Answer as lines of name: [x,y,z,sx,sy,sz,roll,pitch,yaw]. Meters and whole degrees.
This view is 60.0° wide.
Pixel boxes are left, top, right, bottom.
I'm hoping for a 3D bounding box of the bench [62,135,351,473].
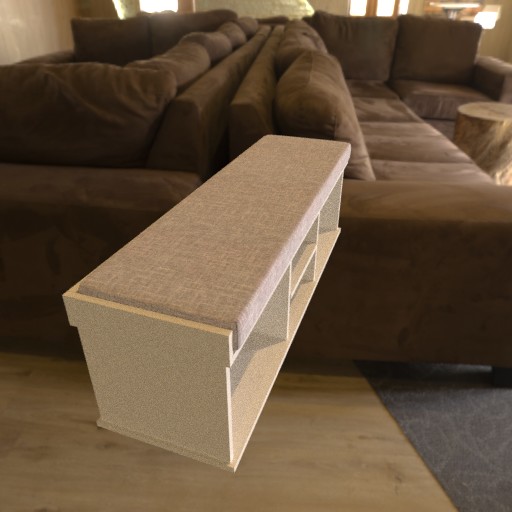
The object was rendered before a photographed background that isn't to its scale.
bench: [0.000,0.000,1.393,0.363,0.453,1.196,10,32,17]
